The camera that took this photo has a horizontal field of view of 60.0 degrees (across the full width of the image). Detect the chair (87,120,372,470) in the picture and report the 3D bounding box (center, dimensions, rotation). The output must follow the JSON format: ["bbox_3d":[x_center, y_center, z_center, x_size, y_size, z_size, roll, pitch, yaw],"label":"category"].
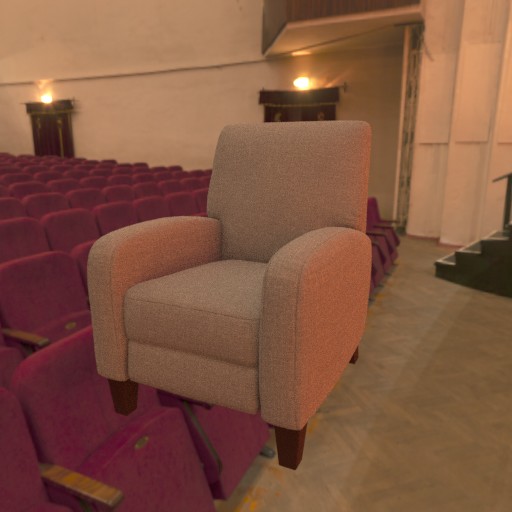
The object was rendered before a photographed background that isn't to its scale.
[{"bbox_3d":[0.000,0.000,1.643,0.762,0.990,0.990,6,15,25],"label":"chair"}]
